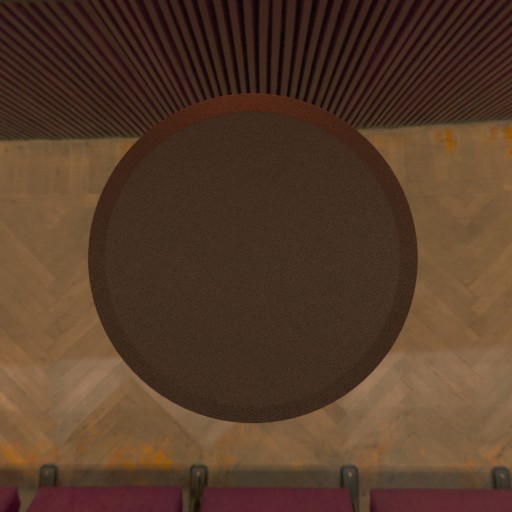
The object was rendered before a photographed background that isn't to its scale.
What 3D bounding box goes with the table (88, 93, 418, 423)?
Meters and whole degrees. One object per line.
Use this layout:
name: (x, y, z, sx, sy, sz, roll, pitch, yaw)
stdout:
table: (0.000, 0.000, 0.896, 0.457, 0.585, 0.457, 0, 91, 1)
